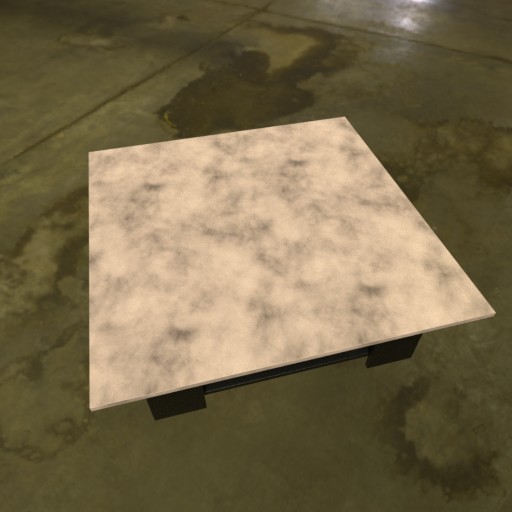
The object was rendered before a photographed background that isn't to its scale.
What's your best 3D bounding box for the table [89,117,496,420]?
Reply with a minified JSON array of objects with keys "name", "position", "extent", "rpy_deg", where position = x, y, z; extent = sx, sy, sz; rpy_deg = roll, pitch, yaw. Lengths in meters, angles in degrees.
[{"name":"table","position":[0.000,0.000,1.331],"extent":[0.890,0.305,0.890],"rpy_deg":[-11,48,-10]}]
